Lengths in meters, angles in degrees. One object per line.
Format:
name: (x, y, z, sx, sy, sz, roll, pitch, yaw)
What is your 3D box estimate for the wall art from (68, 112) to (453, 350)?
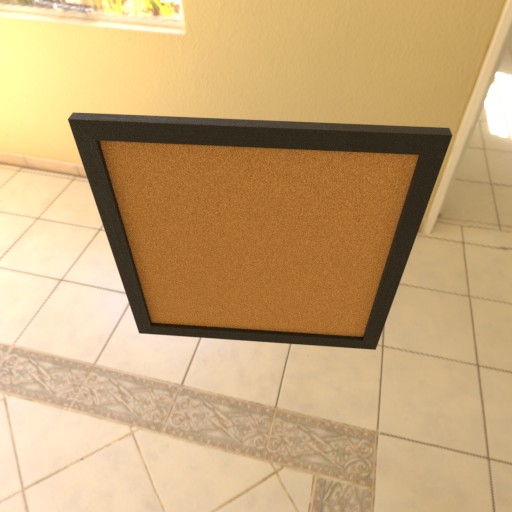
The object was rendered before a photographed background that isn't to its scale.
wall art: (0.000, 0.000, 1.545, 1.016, 1.016, 0.038, 3, 46, 3)
